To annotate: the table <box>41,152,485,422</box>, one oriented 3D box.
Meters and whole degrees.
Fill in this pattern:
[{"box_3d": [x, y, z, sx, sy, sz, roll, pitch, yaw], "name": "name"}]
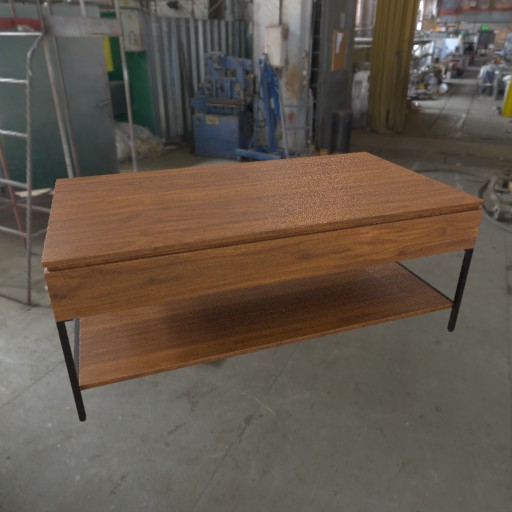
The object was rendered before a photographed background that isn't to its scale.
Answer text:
[{"box_3d": [0.000, 0.000, 1.324, 1.057, 0.414, 0.574, -9, 28, -17], "name": "table"}]
